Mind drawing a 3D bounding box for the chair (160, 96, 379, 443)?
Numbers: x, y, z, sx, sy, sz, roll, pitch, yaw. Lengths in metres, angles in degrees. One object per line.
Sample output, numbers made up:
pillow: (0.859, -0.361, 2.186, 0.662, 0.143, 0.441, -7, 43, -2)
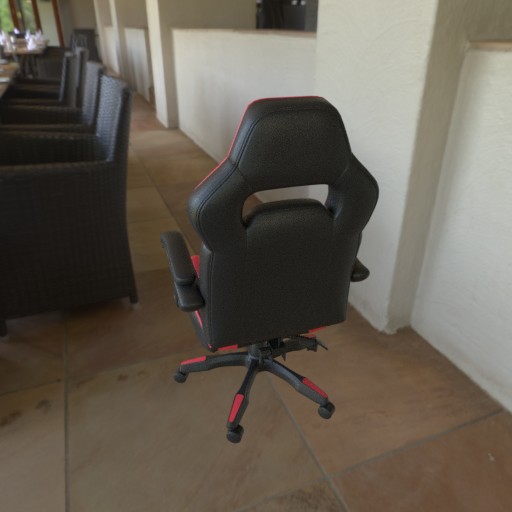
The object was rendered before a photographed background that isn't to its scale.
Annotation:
chair: (0.000, 0.000, 1.687, 0.700, 1.220, 0.700, -9, 29, -16)
